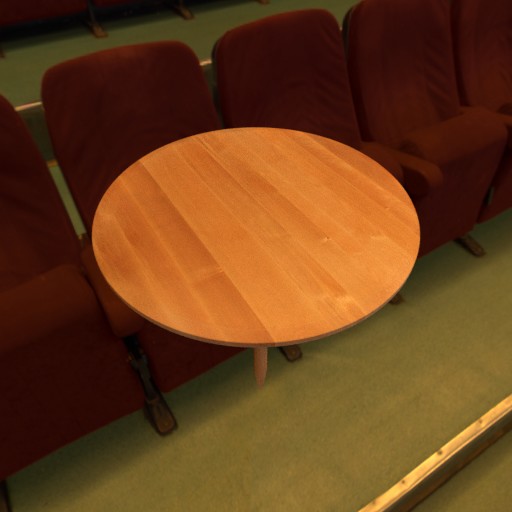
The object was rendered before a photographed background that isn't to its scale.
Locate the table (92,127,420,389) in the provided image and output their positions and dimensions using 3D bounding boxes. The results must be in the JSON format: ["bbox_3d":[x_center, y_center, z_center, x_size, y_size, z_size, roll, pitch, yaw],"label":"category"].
[{"bbox_3d":[0.000,0.000,1.393,0.900,0.400,0.900,0,45,0],"label":"table"}]
